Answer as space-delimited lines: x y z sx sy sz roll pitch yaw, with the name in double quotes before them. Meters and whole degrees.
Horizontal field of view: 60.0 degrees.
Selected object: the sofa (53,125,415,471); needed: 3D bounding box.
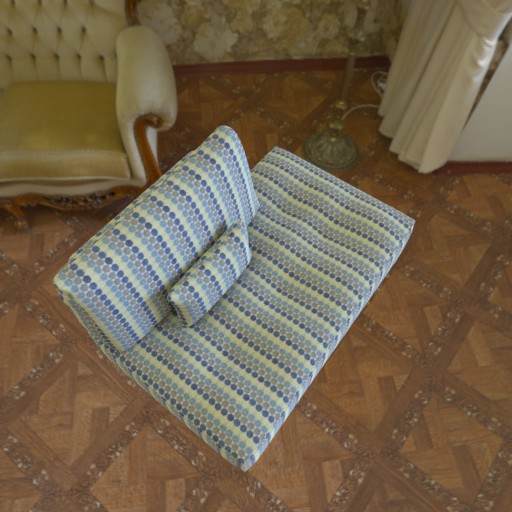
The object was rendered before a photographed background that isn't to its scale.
"sofa" 0.000 0.000 2.025 1.000 0.820 1.450 33 64 18
